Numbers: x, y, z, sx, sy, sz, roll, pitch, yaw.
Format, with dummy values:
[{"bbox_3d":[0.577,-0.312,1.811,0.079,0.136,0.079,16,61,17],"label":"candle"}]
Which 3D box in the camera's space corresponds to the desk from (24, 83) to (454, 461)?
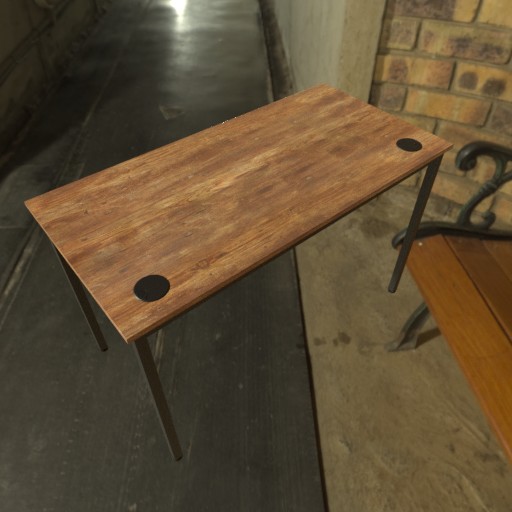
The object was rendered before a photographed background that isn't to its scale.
[{"bbox_3d":[0.000,0.000,1.619,1.200,0.749,0.600,-31,53,-27],"label":"desk"}]
